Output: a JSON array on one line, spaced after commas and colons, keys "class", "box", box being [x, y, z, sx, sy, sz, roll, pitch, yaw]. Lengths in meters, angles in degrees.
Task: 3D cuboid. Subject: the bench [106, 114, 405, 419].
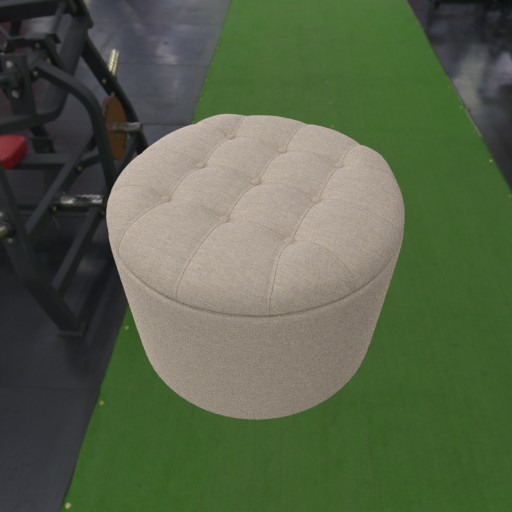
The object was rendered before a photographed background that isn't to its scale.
[{"class": "bench", "box": [0.000, 0.000, 1.025, 0.600, 0.454, 0.600, 0, 45, 0]}]
